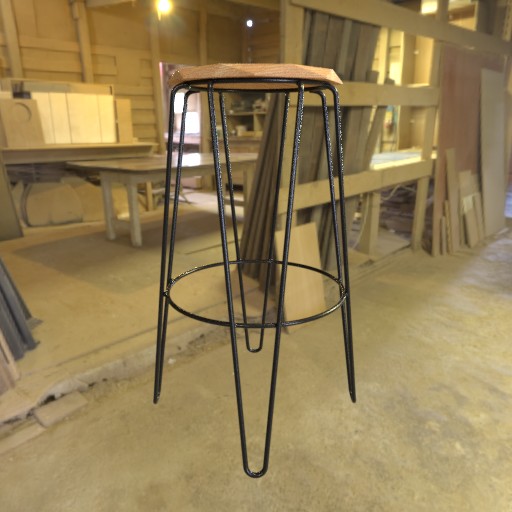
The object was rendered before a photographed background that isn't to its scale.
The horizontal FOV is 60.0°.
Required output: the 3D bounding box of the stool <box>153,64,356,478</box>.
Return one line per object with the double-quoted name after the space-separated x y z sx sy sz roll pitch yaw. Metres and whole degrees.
0.000 0.000 0.794 0.326 0.610 0.326 16 23 43 "stool"
